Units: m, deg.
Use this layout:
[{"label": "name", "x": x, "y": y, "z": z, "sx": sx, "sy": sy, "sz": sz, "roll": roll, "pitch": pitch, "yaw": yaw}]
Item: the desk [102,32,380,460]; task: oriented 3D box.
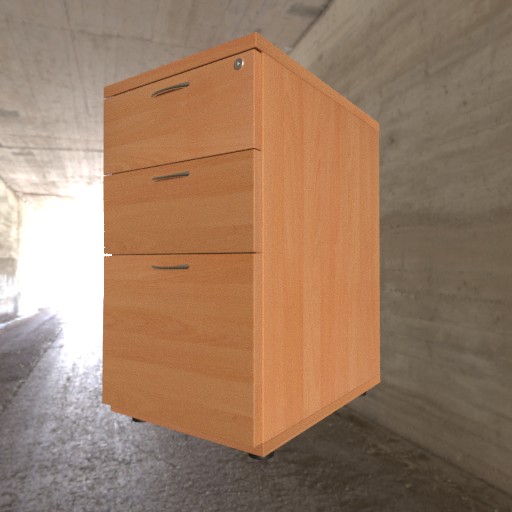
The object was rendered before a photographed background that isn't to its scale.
[{"label": "desk", "x": 0.000, "y": 0.000, "z": 1.077, "sx": 0.404, "sy": 0.730, "sz": 0.600, "roll": -1, "pitch": -1, "yaw": 35}]
